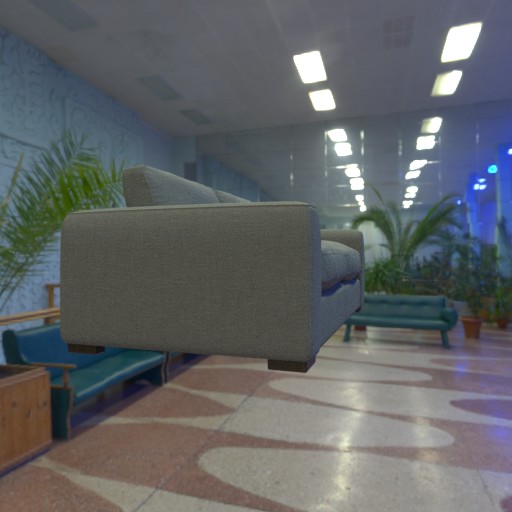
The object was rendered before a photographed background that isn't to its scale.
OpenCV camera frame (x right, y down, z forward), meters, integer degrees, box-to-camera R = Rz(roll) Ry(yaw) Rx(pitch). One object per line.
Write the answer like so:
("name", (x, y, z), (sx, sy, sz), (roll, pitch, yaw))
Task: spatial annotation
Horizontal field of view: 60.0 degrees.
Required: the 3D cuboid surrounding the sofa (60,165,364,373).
("sofa", (0.000, 0.000, 2.529), (1.069, 0.800, 1.920), (0, 0, 19))
